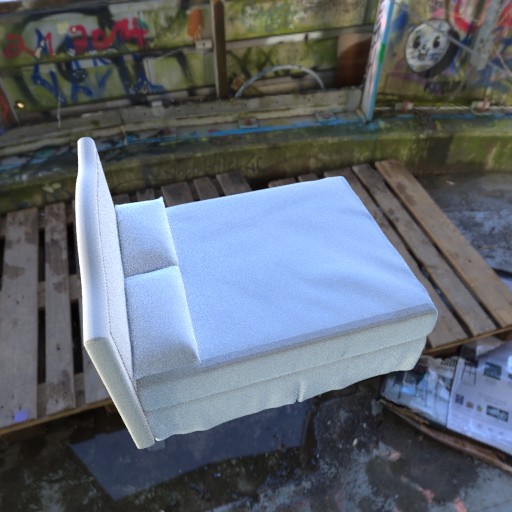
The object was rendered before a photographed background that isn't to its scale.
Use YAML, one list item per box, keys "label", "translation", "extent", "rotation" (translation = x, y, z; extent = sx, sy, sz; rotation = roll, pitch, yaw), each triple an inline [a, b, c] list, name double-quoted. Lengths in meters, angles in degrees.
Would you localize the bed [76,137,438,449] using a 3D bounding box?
- label: "bed"
  translation: [0.000, 0.000, 3.213]
  extent: [2.143, 1.460, 1.753]
  rotation: [-12, 48, -11]
